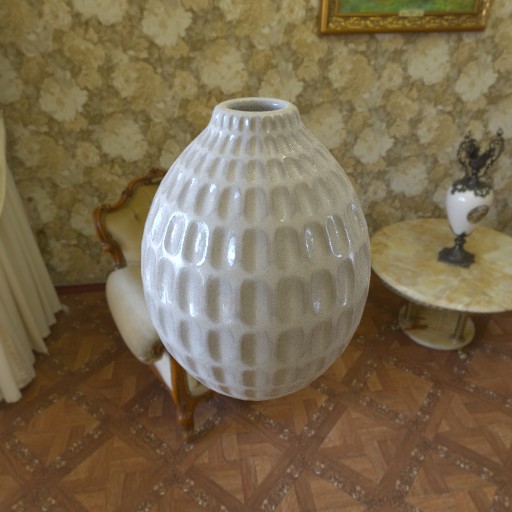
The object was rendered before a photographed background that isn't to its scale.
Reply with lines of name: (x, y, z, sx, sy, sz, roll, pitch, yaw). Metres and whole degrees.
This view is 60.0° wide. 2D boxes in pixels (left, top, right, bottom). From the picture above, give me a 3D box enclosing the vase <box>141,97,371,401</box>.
vase: (0.000, 0.000, 0.252, 0.128, 0.167, 0.128, 0, 30, 0)
